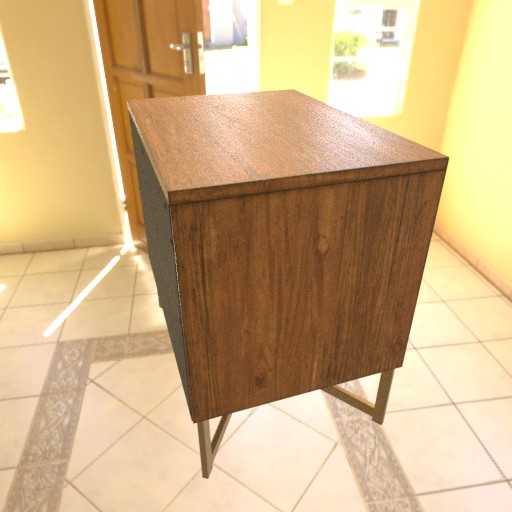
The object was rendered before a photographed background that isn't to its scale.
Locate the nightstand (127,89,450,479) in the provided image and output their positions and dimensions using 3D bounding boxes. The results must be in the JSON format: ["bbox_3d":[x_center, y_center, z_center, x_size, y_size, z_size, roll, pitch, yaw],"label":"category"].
[{"bbox_3d":[0.000,0.000,1.024,0.446,0.610,0.610,-10,32,-16],"label":"nightstand"}]
